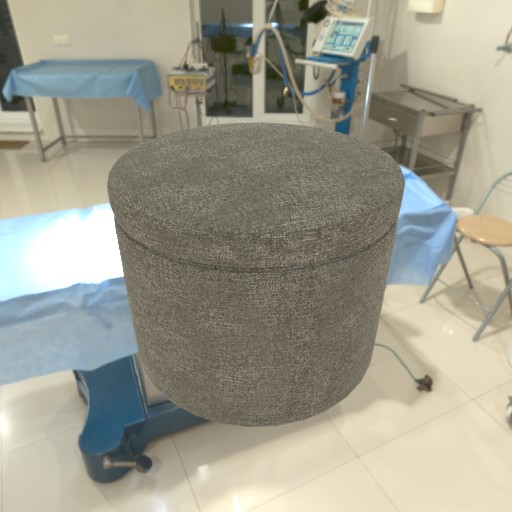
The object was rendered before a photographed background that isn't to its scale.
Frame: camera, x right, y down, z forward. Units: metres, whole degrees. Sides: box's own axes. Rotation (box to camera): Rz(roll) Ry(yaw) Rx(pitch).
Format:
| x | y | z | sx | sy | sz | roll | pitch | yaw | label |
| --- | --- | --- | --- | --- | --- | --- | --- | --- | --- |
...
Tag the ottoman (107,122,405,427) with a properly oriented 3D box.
| x | y | z | sx | sy | sz | roll | pitch | yaw | label |
| --- | --- | --- | --- | --- | --- | --- | --- | --- | --- |
| 0.000 | 0.000 | 0.866 | 0.500 | 0.419 | 0.500 | 0 | 32 | 0 | ottoman |
